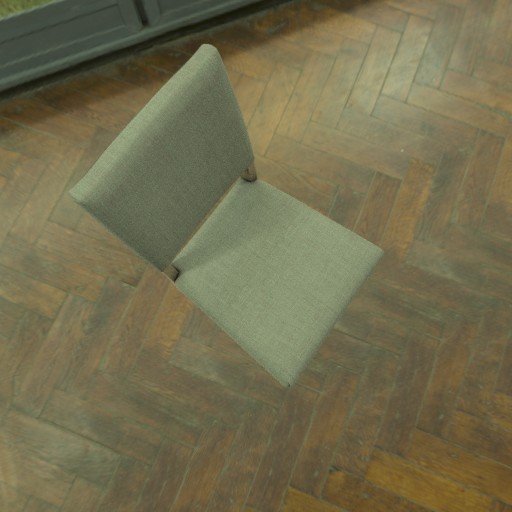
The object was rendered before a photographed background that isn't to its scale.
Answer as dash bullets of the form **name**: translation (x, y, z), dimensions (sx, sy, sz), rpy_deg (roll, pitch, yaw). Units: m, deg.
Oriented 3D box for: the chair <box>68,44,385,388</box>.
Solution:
- **chair**: translation (0.000, 0.000, 1.331), dimensions (0.622, 0.986, 0.508), rpy_deg (36, 79, 8)
